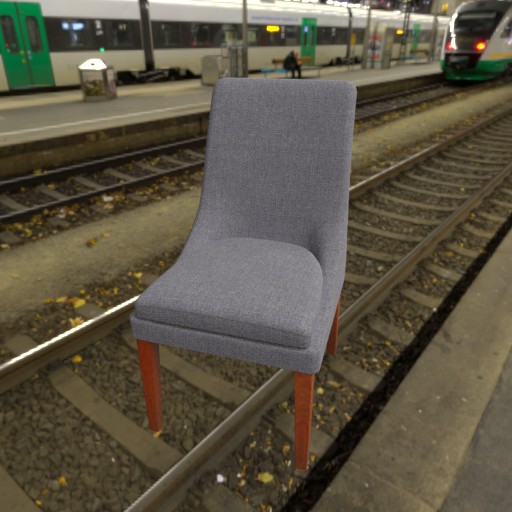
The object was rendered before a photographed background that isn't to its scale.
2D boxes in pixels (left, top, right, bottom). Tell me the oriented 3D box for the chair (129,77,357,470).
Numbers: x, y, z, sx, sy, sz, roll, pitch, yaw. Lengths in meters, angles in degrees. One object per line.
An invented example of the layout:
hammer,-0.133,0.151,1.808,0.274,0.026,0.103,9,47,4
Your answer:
chair,0.000,0.000,1.337,0.508,0.952,0.655,8,27,15
